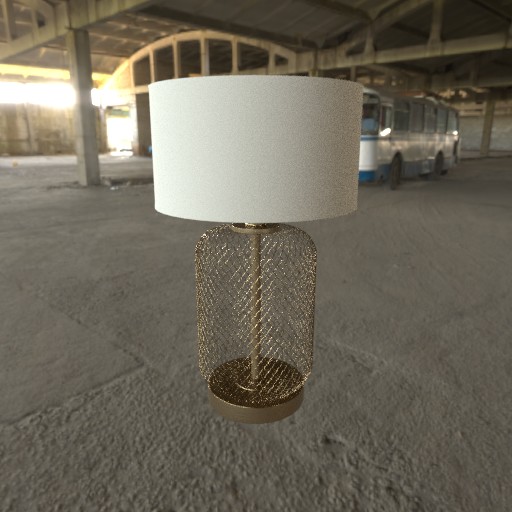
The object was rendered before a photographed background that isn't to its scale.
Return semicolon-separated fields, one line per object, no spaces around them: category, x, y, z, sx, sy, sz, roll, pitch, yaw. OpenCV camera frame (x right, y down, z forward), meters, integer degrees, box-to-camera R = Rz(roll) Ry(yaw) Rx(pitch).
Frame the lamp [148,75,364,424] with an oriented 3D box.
lamp;0.000;0.000;0.816;0.353;0.578;0.353;0;15;0
